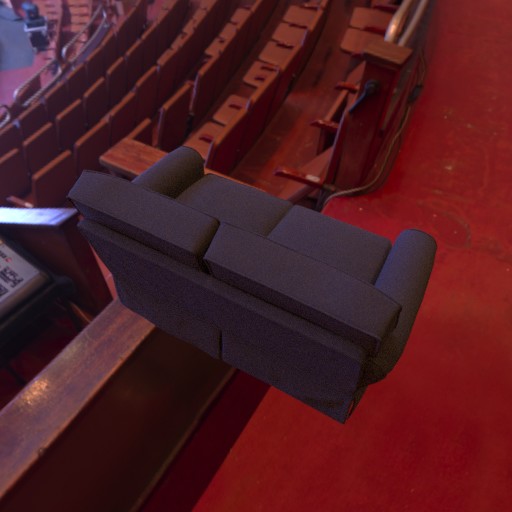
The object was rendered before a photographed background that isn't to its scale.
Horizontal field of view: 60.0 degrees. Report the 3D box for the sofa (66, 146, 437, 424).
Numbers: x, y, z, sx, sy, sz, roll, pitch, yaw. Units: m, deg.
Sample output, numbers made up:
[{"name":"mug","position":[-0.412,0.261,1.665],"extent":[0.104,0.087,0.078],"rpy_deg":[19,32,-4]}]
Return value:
[{"name":"sofa","position":[0.000,0.000,2.495],"extent":[1.801,1.059,0.997],"rpy_deg":[23,53,19]}]
